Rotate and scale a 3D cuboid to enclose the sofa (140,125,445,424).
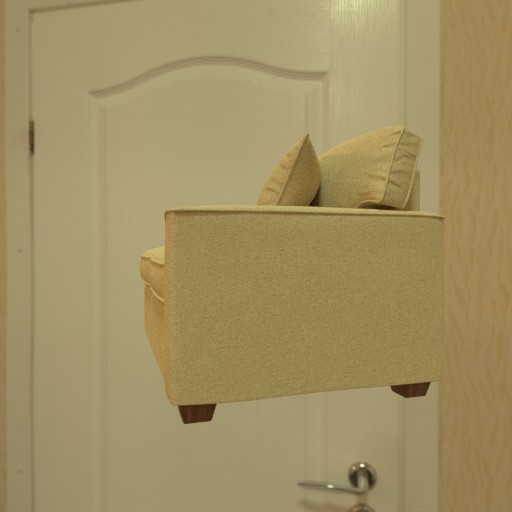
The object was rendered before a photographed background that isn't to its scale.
[{"bbox_3d":[0.000,0.000,2.070,0.991,0.989,1.388,0,1,-18],"label":"sofa"}]
